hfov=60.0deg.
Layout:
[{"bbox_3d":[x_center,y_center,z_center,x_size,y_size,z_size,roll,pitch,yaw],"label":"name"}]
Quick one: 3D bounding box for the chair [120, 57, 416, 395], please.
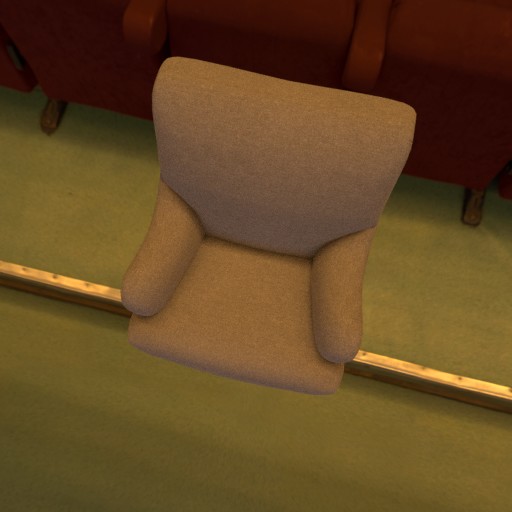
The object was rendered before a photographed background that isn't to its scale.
[{"bbox_3d":[0.000,0.000,1.540,0.766,0.942,0.843,13,75,4],"label":"chair"}]
